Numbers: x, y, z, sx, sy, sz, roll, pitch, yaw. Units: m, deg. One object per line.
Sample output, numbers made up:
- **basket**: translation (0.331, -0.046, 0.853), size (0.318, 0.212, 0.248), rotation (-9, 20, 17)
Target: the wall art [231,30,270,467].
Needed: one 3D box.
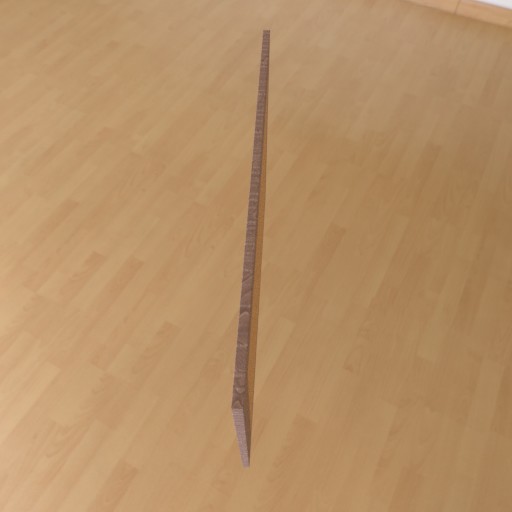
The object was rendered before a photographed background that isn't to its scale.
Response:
- **wall art**: translation (0.000, 0.000, 1.314), size (0.020, 0.761, 1.056), rotation (3, 58, 2)
